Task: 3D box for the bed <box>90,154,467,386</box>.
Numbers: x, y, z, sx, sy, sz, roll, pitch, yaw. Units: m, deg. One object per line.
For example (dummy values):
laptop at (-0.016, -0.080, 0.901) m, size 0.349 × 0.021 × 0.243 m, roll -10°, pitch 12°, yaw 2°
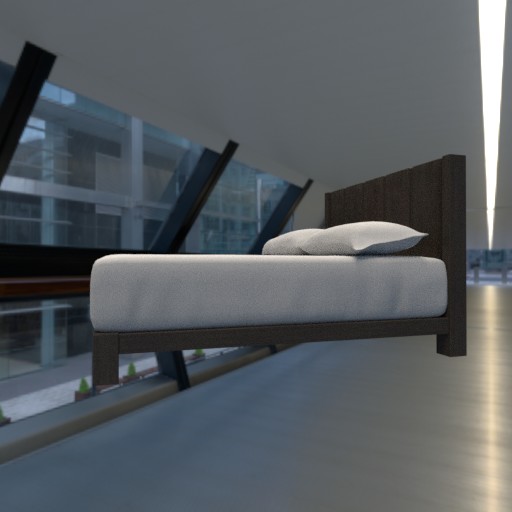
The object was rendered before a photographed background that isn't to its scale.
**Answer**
bed at (0.000, 0.000, 3.284) m, size 2.242 × 1.270 × 1.727 m, roll 0°, pitch 0°, yaw -18°
